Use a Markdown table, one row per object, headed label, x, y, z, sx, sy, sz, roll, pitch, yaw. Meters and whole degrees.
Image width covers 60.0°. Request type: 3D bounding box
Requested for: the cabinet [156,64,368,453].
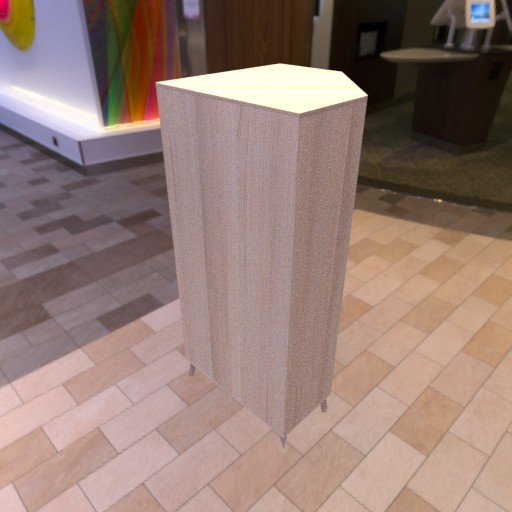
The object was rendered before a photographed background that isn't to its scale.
| label | x | y | z | sx | sy | sz | roll | pitch | yaw |
| --- | --- | --- | --- | --- | --- | --- | --- | --- | --- |
| cabinet | 0.000 | 0.000 | 2.645 | 0.969 | 1.957 | 1.272 | 0 | 31 | 0 |
